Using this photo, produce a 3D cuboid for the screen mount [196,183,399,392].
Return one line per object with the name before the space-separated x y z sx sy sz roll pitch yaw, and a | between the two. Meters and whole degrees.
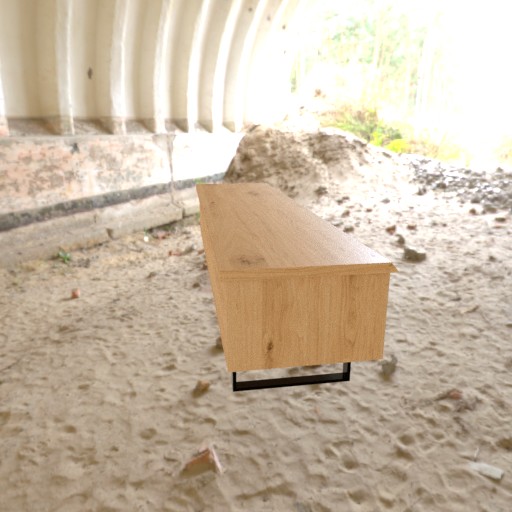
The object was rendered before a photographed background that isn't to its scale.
screen mount | 0.000 0.000 1.932 0.450 0.430 1.700 -3 16 -9
